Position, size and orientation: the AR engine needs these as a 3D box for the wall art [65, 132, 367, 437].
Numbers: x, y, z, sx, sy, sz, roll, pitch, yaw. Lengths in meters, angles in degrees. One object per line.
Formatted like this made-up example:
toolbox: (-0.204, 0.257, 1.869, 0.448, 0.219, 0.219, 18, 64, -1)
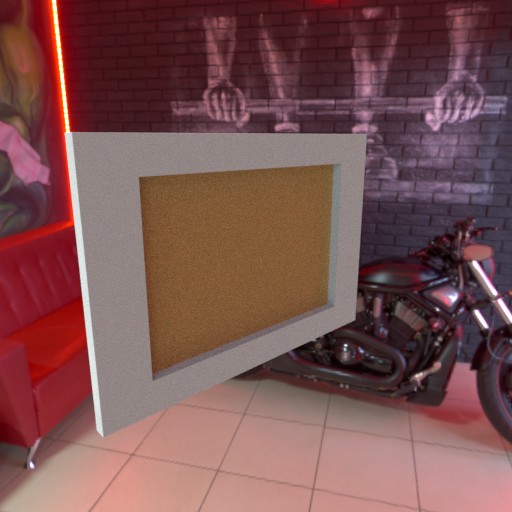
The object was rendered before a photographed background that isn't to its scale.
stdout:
wall art: (0.000, 0.000, 1.159, 0.906, 0.617, 0.033, -14, 20, -41)
